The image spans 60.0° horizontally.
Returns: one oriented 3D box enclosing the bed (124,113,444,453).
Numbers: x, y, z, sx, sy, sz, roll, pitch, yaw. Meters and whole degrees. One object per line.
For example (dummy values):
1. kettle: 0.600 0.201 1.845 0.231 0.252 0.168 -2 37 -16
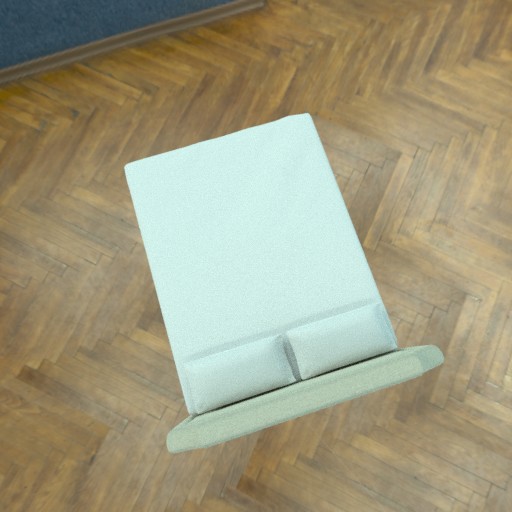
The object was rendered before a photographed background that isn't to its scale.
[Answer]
1. bed: 0.000 0.000 3.207 1.693 1.290 2.116 -17 77 -4
